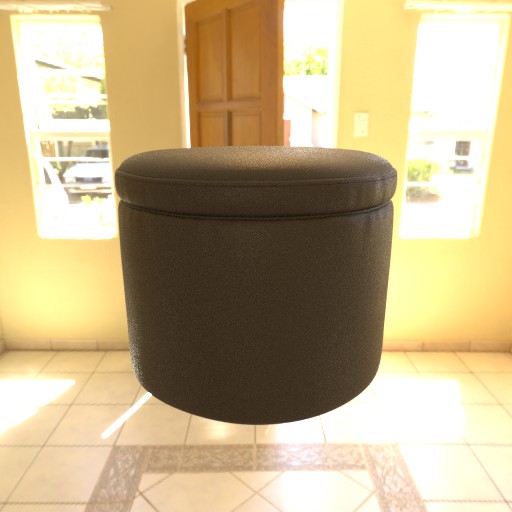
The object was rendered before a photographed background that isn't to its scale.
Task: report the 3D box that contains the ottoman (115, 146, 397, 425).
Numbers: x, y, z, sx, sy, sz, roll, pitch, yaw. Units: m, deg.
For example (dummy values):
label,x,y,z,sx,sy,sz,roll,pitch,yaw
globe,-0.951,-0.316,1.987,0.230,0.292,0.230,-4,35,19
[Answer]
label,x,y,z,sx,sy,sz,roll,pitch,yaw
ottoman,0.000,0.000,0.861,0.500,0.409,0.500,0,16,0
